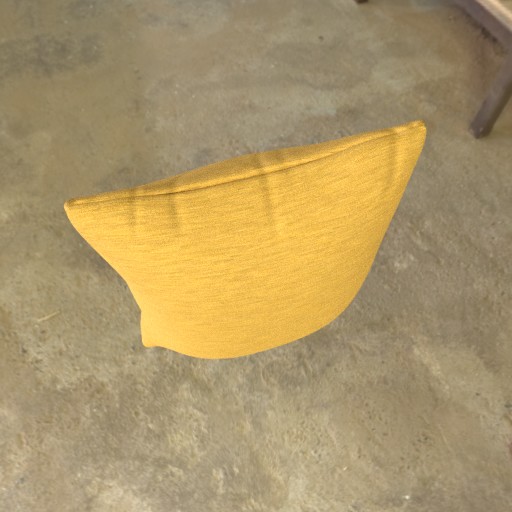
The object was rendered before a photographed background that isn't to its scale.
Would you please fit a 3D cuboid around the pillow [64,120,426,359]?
[{"bbox_3d":[0.000,0.000,0.676,0.435,0.417,0.247,-15,60,-9],"label":"pillow"}]
